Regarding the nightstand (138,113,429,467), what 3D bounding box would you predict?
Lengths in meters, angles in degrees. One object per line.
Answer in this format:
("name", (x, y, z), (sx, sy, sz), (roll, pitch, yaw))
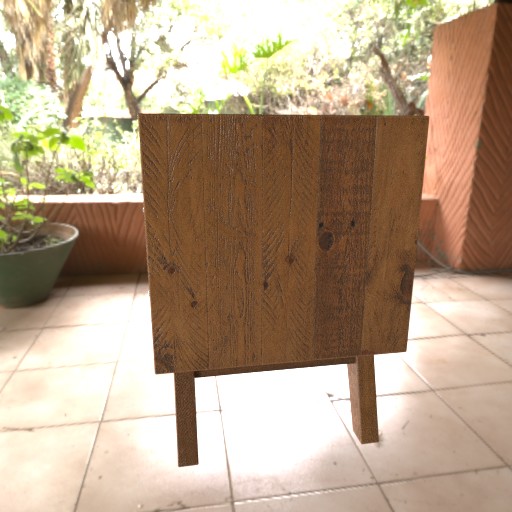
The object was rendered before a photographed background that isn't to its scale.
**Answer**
("nightstand", (0.000, 0.000, 1.032), (0.450, 0.599, 0.650), (-3, 15, -10))
